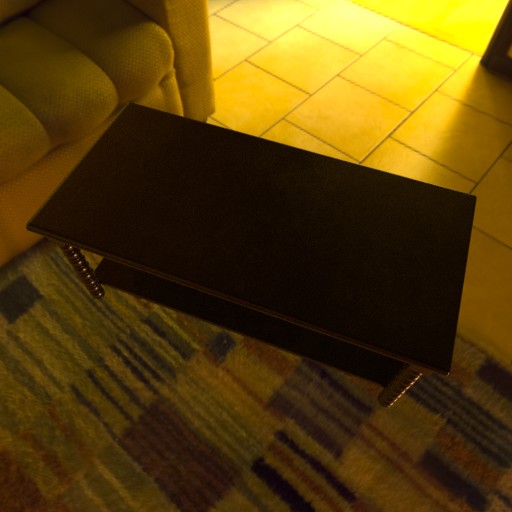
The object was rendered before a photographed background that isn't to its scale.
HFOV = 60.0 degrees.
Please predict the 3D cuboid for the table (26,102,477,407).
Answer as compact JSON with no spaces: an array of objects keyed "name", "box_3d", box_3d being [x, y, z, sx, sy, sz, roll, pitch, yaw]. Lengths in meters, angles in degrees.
[{"name":"table","box_3d":[0.000,0.000,1.470,1.171,0.487,0.580,18,59,11]}]
